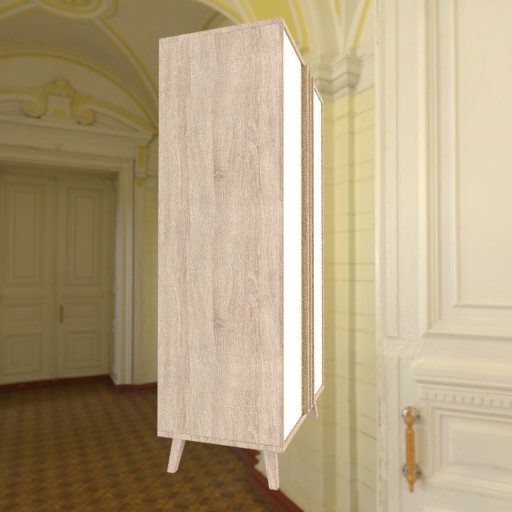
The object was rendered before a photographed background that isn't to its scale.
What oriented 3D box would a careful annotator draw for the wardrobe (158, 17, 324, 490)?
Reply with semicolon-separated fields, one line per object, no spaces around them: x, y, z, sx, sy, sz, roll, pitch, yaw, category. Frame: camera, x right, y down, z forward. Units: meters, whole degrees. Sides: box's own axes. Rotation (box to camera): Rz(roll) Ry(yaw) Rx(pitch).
0.000;0.000;2.378;0.600;1.960;1.000;0;-1;18;wardrobe
